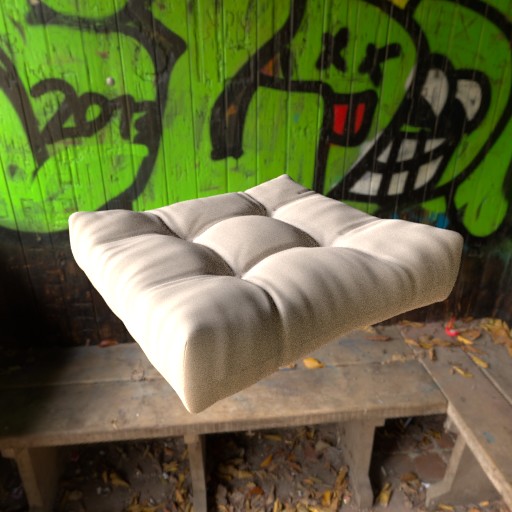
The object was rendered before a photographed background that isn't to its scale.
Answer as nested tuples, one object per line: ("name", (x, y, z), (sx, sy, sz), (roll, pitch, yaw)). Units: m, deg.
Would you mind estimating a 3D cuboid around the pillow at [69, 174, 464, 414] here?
("pillow", (0.000, 0.000, 0.737), (0.490, 0.128, 0.468), (-16, 30, -31))
